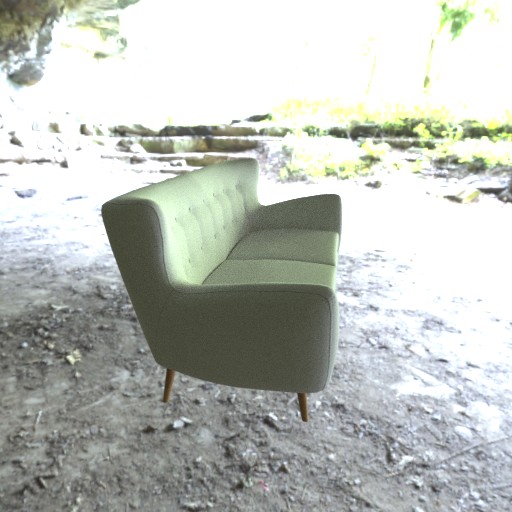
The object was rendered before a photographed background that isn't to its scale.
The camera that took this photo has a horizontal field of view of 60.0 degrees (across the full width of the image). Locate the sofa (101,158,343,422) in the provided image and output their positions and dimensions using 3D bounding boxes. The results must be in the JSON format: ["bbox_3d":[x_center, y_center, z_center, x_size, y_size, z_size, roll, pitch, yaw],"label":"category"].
[{"bbox_3d":[0.000,0.000,2.375,0.899,0.890,1.930,3,17,10],"label":"sofa"}]
